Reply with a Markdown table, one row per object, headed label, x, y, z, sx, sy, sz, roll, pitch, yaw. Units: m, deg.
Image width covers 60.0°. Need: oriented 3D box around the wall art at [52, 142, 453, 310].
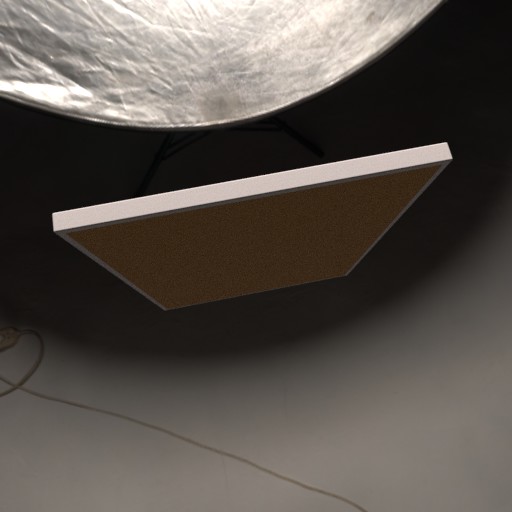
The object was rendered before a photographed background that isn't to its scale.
| label | x | y | z | sx | sy | sz | roll | pitch | yaw |
| --- | --- | --- | --- | --- | --- | --- | --- | --- | --- |
| wall art | 0.000 | 0.000 | 1.590 | 0.914 | 1.221 | 0.046 | -11 | 75 | -3 |
